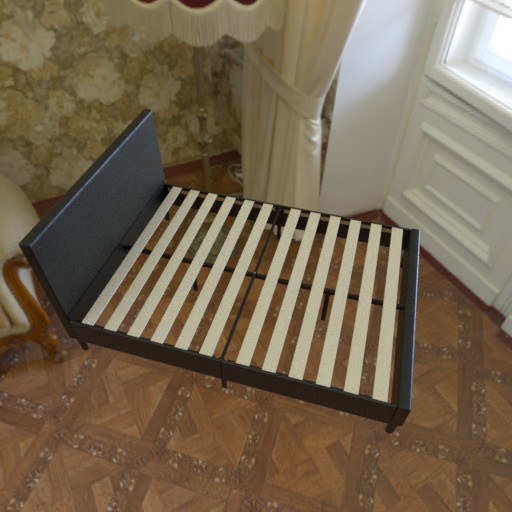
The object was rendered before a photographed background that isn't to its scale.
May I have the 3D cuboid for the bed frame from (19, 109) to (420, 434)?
[{"bbox_3d":[0.000,0.000,2.950,2.152,1.046,1.469,12,48,11],"label":"bed frame"}]
